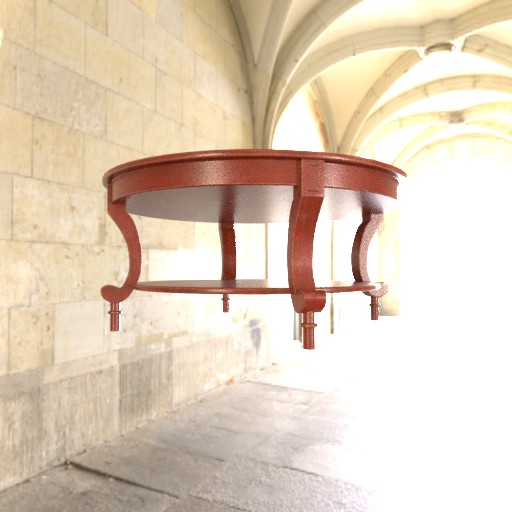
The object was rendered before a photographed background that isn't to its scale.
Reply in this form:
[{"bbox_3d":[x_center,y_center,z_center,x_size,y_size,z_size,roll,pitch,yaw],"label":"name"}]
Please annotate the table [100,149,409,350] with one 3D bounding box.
[{"bbox_3d":[0.000,0.000,1.560,1.029,0.486,1.029,0,-1,0],"label":"table"}]
